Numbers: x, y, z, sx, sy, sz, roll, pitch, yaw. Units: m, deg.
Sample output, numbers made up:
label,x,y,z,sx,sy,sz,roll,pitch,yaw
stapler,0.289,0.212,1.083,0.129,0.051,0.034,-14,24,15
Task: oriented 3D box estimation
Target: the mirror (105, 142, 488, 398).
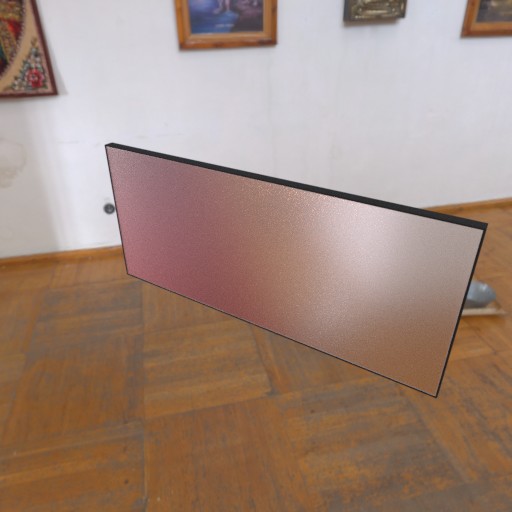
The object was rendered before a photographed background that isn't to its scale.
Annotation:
label,x,y,z,sx,sy,sz,roll,pitch,yaw
mirror,0.000,0.000,1.822,1.584,0.692,0.047,18,35,27
